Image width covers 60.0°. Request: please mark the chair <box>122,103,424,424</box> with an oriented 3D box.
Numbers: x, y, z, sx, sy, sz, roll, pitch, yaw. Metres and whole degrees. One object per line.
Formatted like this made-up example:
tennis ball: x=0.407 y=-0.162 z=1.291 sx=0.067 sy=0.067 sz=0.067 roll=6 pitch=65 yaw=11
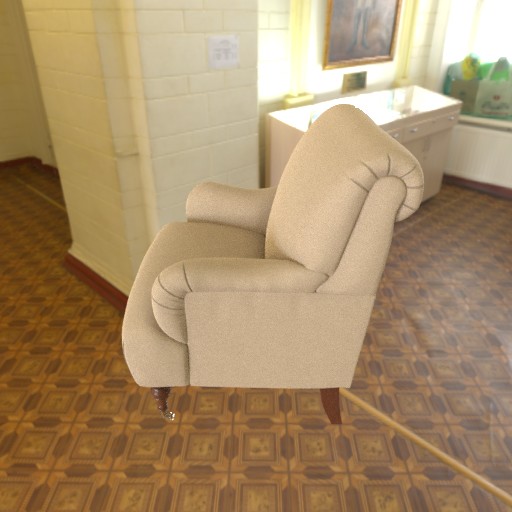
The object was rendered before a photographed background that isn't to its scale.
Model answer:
chair: x=0.000 y=0.000 z=1.564 sx=0.842 sy=0.942 sz=0.766 roll=0 pitch=28 yaw=0
